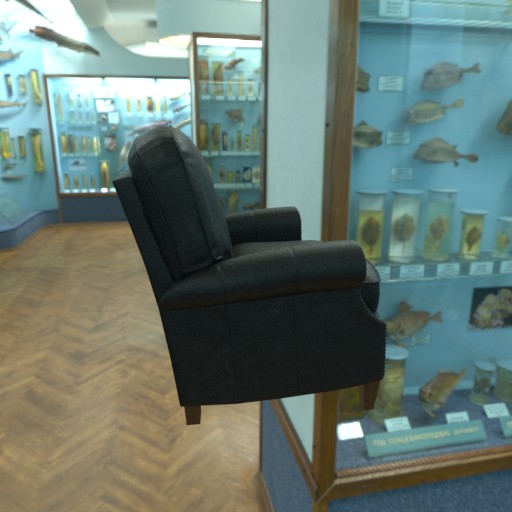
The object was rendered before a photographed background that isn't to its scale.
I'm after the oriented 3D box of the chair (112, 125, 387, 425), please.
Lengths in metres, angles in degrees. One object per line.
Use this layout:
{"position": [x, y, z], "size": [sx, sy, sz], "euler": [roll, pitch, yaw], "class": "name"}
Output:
{"position": [0.000, 0.000, 1.802], "size": [0.986, 1.018, 0.936], "euler": [-3, 15, -10], "class": "chair"}
